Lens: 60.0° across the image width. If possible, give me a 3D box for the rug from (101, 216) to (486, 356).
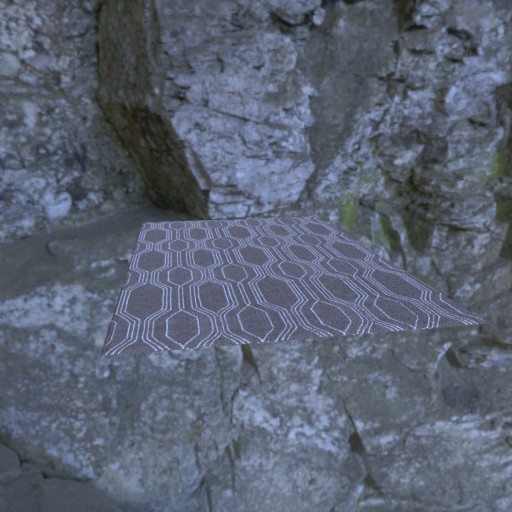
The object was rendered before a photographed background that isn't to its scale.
[{"bbox_3d":[0.000,0.000,2.244,1.239,0.012,1.836,-3,17,-10],"label":"rug"}]
